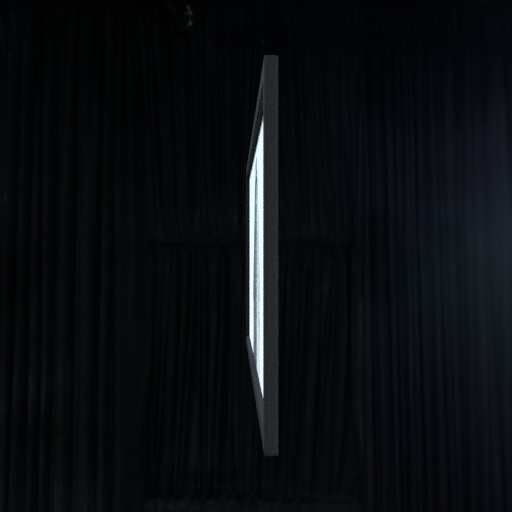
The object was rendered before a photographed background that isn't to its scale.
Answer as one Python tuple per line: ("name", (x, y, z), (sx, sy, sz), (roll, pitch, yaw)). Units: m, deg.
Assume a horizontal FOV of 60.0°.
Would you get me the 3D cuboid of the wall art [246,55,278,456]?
("wall art", (0.000, 0.000, 1.211), (0.049, 0.659, 0.964), (0, 0, -1))
